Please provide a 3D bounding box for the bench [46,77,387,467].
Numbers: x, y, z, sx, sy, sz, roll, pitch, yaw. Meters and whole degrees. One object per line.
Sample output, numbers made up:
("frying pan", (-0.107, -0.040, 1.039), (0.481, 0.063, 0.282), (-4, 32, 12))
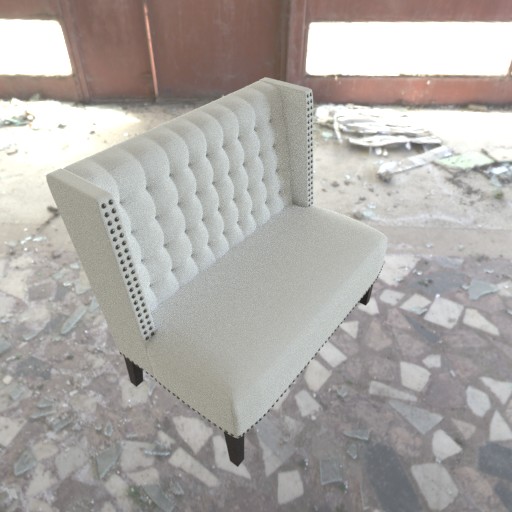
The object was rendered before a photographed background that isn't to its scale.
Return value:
("bench", (0.000, 0.000, 2.038), (0.847, 1.123, 1.280), (26, 47, 28))
